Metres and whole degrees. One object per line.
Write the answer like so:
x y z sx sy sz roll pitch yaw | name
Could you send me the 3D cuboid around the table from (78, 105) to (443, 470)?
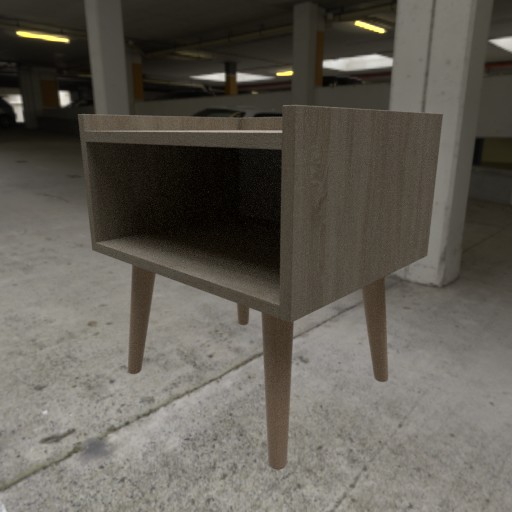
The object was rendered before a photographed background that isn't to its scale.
0.000 0.000 0.771 0.450 0.470 0.370 14 21 41 | table
